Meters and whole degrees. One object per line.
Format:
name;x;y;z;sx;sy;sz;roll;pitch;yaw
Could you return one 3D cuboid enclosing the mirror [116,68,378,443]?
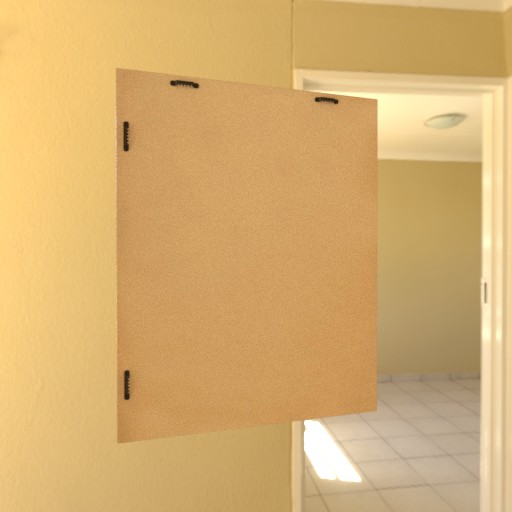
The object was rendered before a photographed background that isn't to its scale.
mirror;0.000;0.000;0.676;0.406;0.509;0.041;0;1;-18
